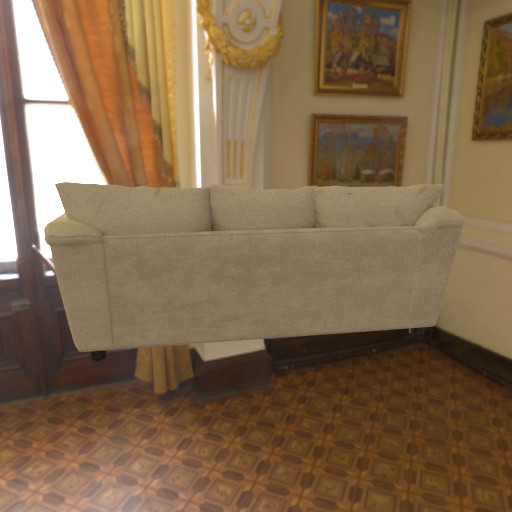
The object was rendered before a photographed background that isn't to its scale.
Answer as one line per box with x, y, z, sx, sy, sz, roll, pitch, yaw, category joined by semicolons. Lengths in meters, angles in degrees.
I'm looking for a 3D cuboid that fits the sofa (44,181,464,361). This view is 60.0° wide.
0.000;0.000;2.788;2.377;0.981;0.893;-2;13;-10;sofa
